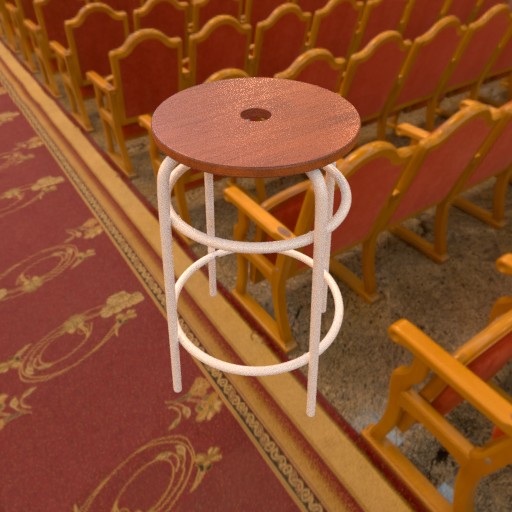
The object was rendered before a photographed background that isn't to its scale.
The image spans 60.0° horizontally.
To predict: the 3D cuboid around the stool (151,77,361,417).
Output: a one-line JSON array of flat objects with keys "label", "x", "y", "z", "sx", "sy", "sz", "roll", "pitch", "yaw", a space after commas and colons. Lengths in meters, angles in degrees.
[{"label": "stool", "x": 0.000, "y": 0.000, "z": 0.917, "sx": 0.455, "sy": 0.610, "sz": 0.455, "roll": -24, "pitch": 47, "yaw": -25}]
